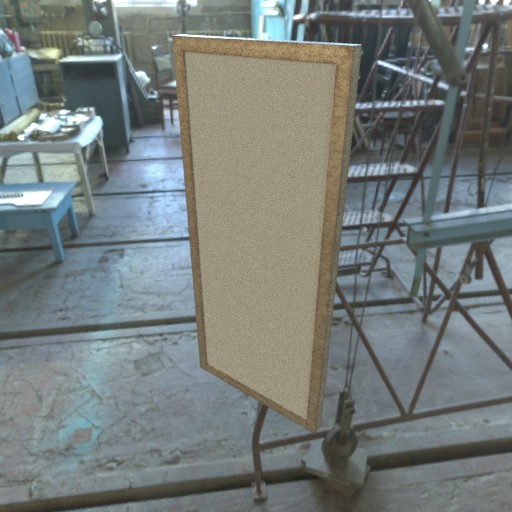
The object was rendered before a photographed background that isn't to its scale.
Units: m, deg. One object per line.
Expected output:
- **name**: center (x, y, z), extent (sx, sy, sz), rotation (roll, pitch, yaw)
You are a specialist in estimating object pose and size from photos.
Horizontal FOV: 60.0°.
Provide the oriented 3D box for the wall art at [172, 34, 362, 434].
- **wall art**: center (0.000, 0.000, 1.660), extent (0.648, 1.461, 0.051), rotation (20, 36, 31)
